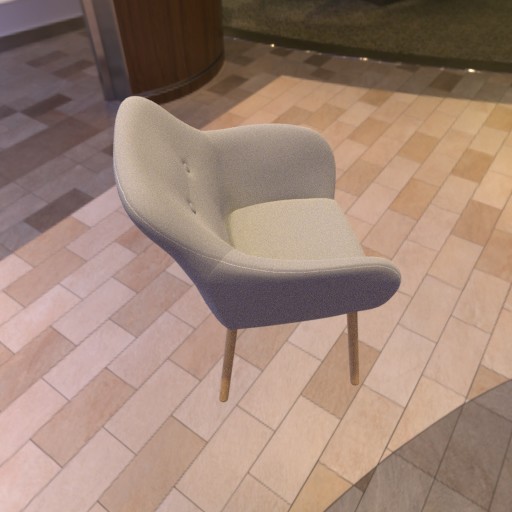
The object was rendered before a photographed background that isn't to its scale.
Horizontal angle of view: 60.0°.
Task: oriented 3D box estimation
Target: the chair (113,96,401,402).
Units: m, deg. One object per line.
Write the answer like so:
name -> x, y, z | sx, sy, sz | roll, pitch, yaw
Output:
chair -> 0.000, 0.000, 1.226 | 0.590, 0.830, 0.570 | -8, 47, -8
